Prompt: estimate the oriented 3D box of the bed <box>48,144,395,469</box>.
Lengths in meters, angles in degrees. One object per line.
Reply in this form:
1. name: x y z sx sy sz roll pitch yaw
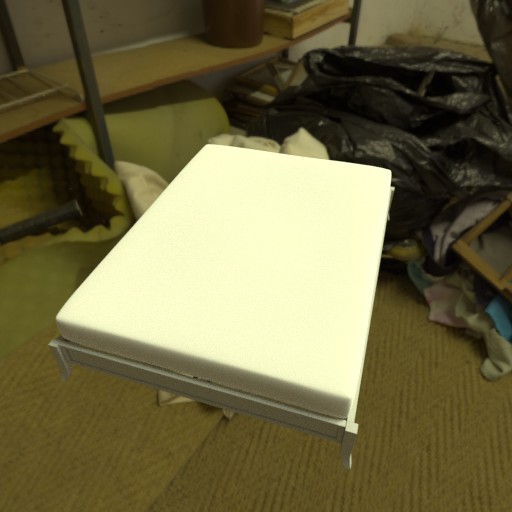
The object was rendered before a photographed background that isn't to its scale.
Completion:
1. bed: 0.000 0.000 2.866 1.604 0.510 2.108 12 42 13
